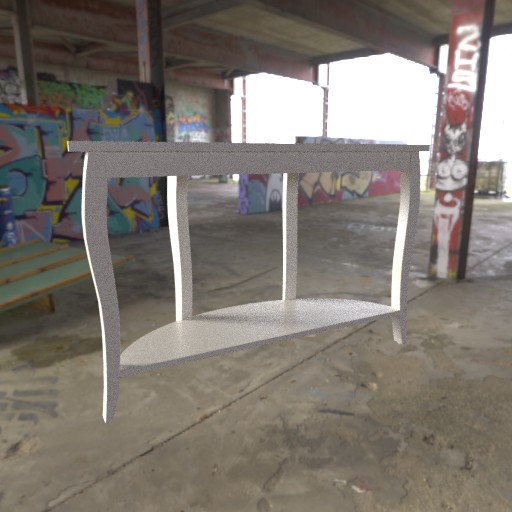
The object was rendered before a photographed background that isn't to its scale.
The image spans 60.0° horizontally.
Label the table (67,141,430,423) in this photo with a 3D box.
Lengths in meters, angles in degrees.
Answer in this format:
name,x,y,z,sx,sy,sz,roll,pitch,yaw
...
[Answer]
name,x,y,z,sx,sy,sz,roll,pitch,yaw
table,0.000,0.000,1.593,1.219,0.780,0.394,-7,15,-27
